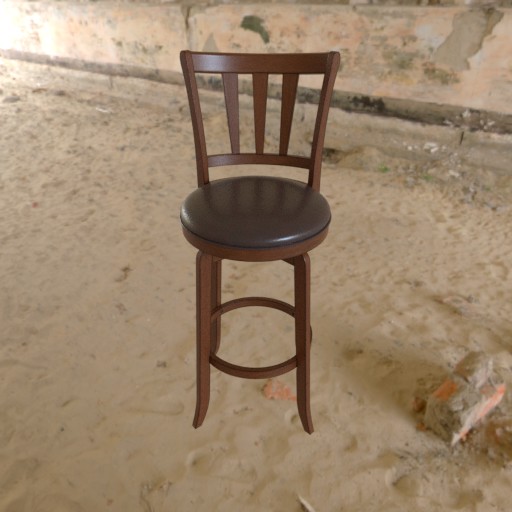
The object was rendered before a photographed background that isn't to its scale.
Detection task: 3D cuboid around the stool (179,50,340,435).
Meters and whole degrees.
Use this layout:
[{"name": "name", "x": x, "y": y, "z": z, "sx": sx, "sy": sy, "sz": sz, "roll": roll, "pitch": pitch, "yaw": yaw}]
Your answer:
[{"name": "stool", "x": 0.000, "y": 0.000, "z": 1.433, "sx": 0.464, "sy": 1.177, "sz": 0.503, "roll": 2, "pitch": 31, "yaw": 3}]
